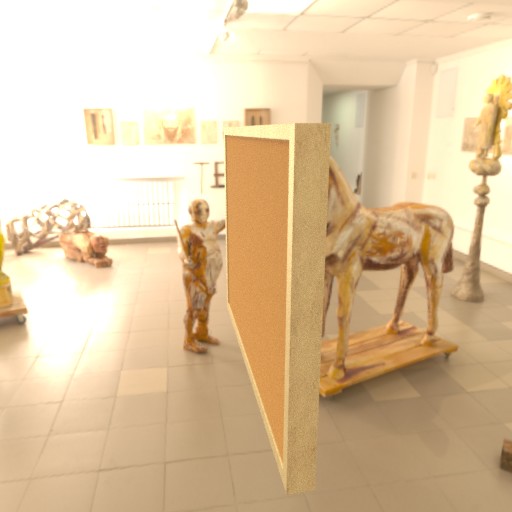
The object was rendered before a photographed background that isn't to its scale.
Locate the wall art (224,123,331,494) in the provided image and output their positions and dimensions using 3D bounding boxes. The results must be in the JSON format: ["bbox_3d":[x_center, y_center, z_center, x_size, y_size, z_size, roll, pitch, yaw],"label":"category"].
[{"bbox_3d":[0.000,0.000,0.676,0.032,0.380,0.532,-3,16,-10],"label":"wall art"}]
